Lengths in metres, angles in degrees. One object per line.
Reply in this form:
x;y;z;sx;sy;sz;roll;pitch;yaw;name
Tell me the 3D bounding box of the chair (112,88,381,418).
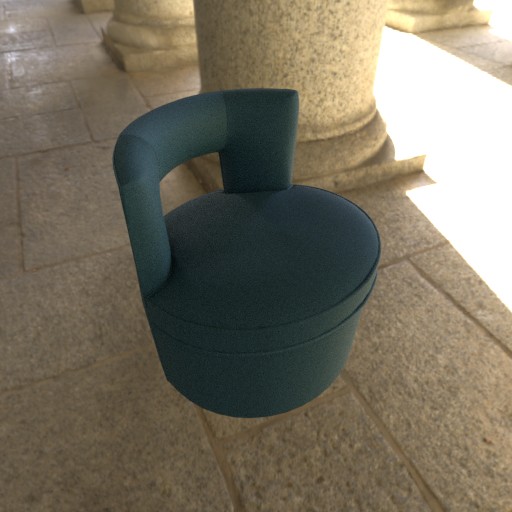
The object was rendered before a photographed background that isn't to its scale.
0.000;0.000;1.237;0.660;0.711;0.684;26;47;27;chair
